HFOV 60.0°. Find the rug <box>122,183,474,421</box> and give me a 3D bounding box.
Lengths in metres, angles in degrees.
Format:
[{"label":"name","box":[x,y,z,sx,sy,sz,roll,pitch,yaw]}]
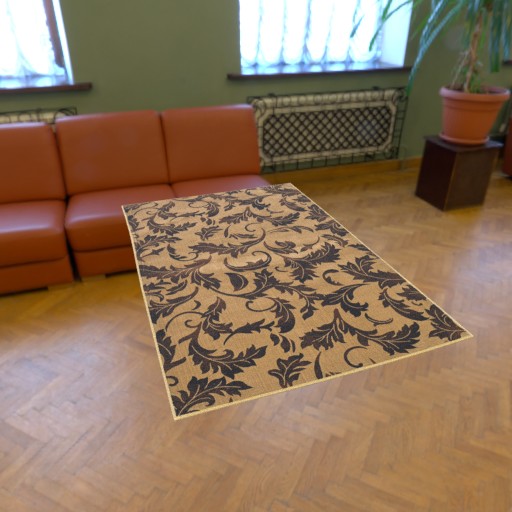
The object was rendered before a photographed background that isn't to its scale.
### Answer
[{"label":"rug","box":[0.000,0.000,2.922,1.522,0.008,2.284,-10,32,-17]}]
